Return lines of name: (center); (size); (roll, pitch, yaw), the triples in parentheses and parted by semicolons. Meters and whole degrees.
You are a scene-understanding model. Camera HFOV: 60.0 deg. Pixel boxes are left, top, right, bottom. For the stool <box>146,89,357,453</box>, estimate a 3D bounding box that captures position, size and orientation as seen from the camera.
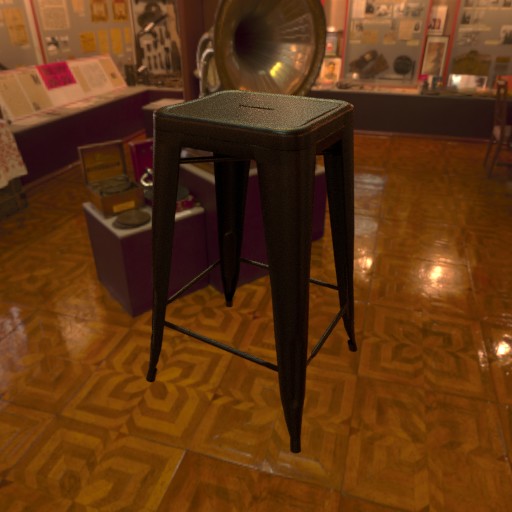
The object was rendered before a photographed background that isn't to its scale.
stool: (0.000, 0.000, 0.930); (0.455, 0.609, 0.423); (10, 31, 16)
